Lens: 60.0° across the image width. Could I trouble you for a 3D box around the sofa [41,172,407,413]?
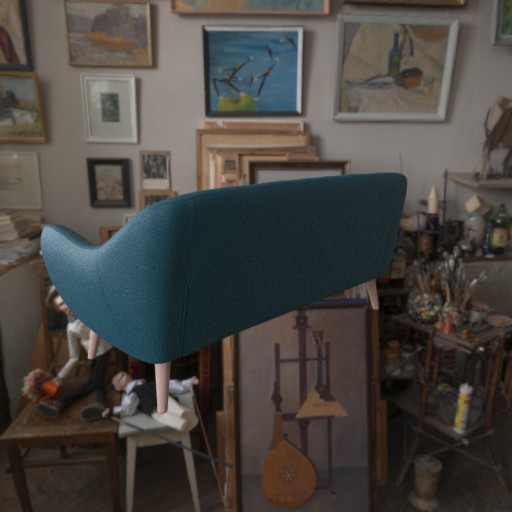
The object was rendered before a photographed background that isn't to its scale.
[{"bbox_3d":[0.000,0.000,2.258,1.840,0.836,0.820,-14,20,-42],"label":"sofa"}]
